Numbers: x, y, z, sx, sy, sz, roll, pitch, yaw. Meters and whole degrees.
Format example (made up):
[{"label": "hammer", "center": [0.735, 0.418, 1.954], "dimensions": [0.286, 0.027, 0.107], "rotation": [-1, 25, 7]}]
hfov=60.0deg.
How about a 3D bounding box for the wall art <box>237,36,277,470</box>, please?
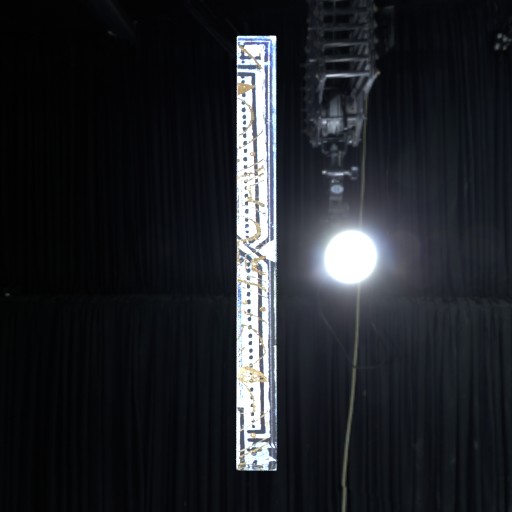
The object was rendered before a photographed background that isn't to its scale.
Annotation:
[{"label": "wall art", "center": [0.000, 0.000, 0.623], "dimensions": [0.038, 0.410, 0.411], "rotation": [0, -1, 0]}]
